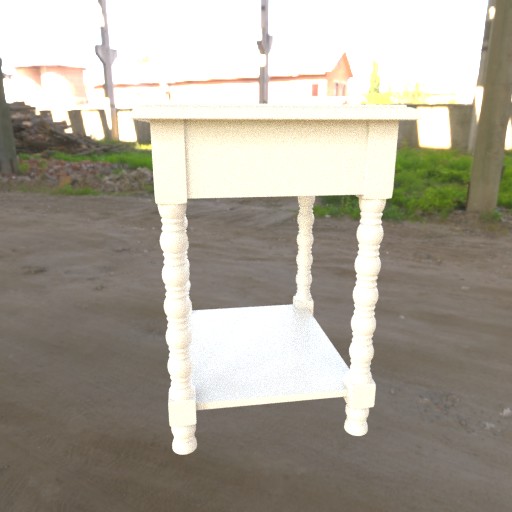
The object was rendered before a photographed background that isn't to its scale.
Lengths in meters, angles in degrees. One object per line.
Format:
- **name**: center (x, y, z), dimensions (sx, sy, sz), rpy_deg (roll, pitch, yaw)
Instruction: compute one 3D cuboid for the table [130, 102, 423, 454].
- **table**: center (0.000, 0.000, 0.850), dimensions (0.381, 0.531, 0.460), rpy_deg (-2, 16, -8)
